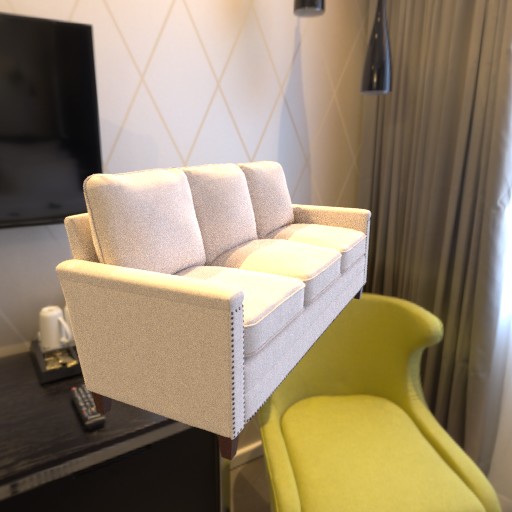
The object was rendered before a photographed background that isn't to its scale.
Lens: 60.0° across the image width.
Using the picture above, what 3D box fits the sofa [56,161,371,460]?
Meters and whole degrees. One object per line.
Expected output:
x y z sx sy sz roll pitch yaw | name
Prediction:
0.000 0.000 2.385 0.828 0.961 1.925 7 16 26 | sofa
